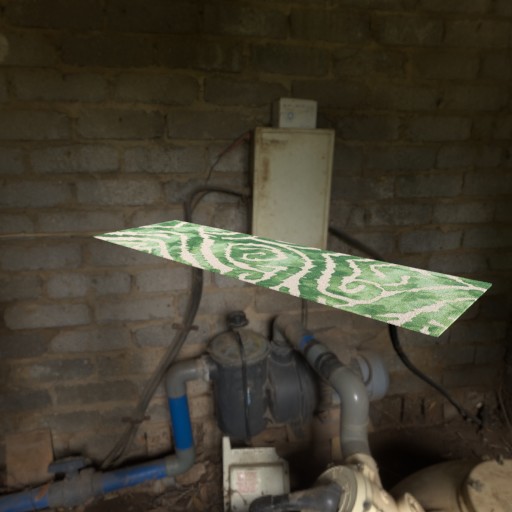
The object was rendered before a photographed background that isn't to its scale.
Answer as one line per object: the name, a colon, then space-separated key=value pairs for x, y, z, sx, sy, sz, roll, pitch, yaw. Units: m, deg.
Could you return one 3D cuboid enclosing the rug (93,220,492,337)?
rug: x=0.000 y=0.000 z=2.688 sx=2.438 sy=0.006 sz=0.761 roll=13 pitch=21 yaw=39
